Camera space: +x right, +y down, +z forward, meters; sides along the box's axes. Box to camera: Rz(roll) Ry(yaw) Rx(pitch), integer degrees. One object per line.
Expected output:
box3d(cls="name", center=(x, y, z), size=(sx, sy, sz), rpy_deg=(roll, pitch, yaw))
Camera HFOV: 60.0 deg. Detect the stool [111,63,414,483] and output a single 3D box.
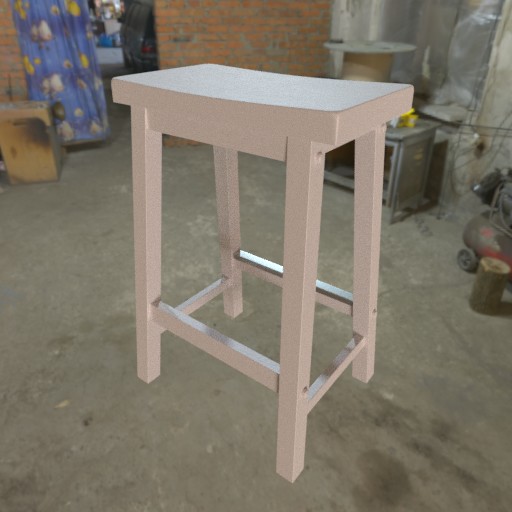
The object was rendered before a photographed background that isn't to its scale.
box3d(cls="stool", center=(0.000, 0.000, 0.821), size=(0.406, 0.610, 0.322), rpy_deg=(21, 36, 32))
